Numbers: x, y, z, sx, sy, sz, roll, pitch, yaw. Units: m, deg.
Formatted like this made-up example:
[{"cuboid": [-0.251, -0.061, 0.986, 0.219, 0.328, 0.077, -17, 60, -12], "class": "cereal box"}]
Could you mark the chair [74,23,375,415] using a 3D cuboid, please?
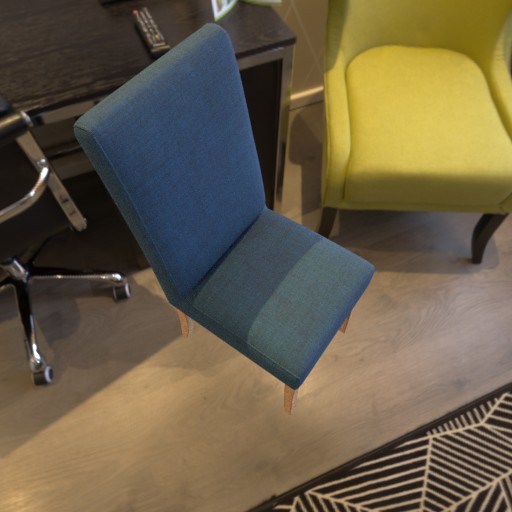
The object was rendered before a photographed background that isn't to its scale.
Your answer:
[{"cuboid": [0.000, 0.000, 1.306, 0.610, 1.029, 0.450, 32, 64, 18], "class": "chair"}]
